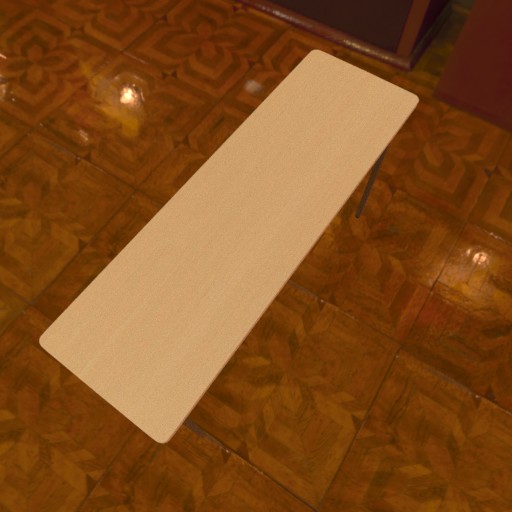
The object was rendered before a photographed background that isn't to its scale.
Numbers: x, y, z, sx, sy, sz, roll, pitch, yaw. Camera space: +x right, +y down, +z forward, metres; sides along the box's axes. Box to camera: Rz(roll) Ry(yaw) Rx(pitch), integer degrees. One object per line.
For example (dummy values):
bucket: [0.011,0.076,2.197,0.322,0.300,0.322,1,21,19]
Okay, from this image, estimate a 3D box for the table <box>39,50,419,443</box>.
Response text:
table: [0.000,0.000,1.707,0.446,0.750,1.397,32,68,15]
